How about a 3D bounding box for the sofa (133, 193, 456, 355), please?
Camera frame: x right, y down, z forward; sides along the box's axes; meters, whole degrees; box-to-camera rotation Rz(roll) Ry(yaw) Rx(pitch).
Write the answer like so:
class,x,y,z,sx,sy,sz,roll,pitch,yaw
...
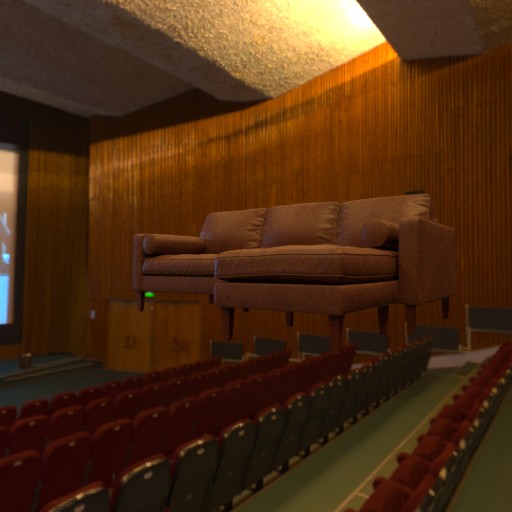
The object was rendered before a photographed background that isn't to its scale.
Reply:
class,x,y,z,sx,sy,sz,roll,pitch,yaw
sofa,0.000,0.000,2.922,2.185,0.841,1.613,-1,-1,35
